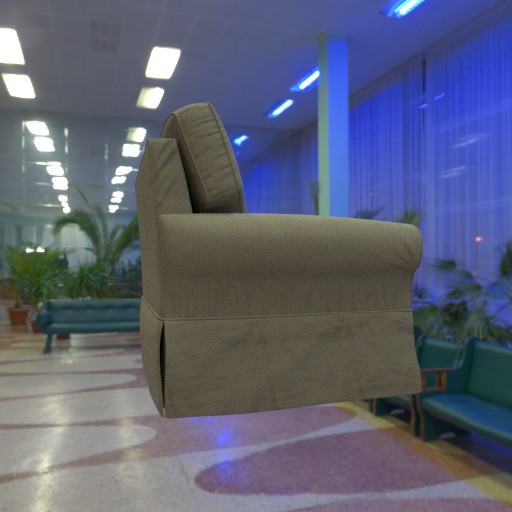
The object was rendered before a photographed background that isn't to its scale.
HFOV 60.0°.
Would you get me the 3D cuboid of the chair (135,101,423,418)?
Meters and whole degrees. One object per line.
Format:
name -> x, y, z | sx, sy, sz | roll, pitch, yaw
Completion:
chair -> 0.000, 0.000, 1.938 | 0.988, 1.017, 1.135 | 0, -1, -18
